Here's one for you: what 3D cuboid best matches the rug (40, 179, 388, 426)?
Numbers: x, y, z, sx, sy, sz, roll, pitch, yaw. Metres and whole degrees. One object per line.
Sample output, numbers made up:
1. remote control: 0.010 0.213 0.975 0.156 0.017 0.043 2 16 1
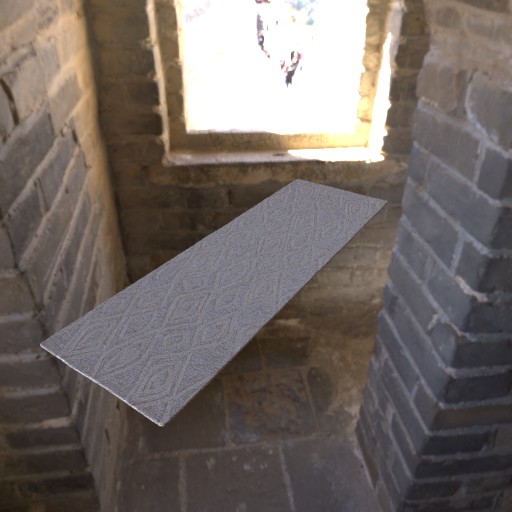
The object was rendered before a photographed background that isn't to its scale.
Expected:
1. rug: 0.000 0.000 2.731 0.807 0.013 2.436 20 37 28
